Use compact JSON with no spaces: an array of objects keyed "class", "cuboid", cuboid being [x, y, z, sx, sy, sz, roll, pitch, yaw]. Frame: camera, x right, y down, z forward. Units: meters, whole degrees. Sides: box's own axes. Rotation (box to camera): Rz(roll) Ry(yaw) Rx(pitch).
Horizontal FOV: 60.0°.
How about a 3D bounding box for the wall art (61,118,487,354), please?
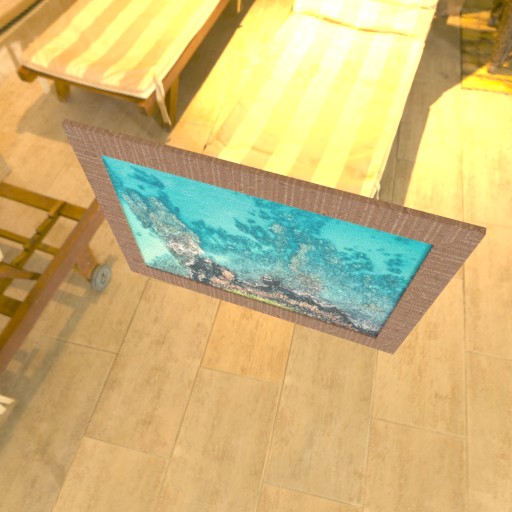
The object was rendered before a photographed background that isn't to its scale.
[{"class":"wall art","cuboid":[0.000,0.000,1.372,1.056,0.761,0.020,16,60,10]}]
